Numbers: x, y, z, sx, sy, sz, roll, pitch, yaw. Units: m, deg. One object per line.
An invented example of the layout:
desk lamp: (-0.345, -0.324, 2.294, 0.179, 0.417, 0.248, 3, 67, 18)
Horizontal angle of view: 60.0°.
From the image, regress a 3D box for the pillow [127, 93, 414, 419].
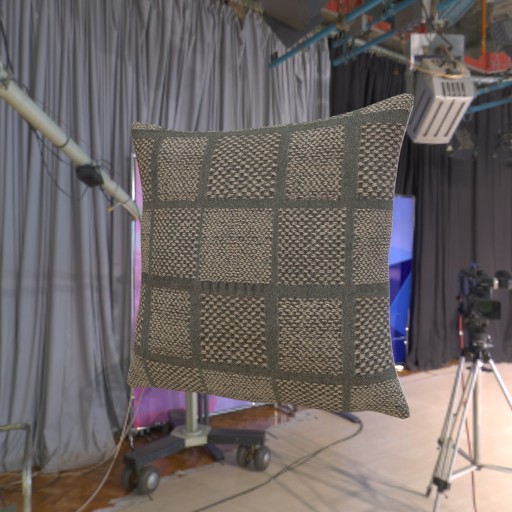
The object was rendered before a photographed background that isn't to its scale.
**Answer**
pillow: (0.000, 0.000, 0.652, 0.435, 0.432, 0.138, 0, 1, 19)
